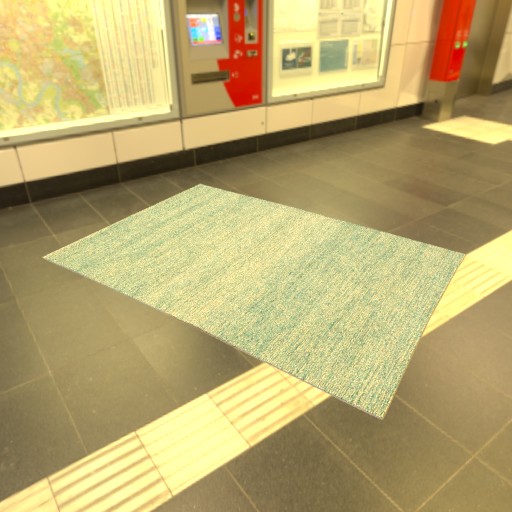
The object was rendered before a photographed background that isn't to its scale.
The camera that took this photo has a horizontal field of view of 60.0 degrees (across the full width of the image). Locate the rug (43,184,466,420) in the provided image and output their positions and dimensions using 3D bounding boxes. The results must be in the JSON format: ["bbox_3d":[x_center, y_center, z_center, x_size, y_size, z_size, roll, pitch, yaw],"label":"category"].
[{"bbox_3d":[0.000,0.000,2.910,2.305,0.029,1.593,19,35,29],"label":"rug"}]
